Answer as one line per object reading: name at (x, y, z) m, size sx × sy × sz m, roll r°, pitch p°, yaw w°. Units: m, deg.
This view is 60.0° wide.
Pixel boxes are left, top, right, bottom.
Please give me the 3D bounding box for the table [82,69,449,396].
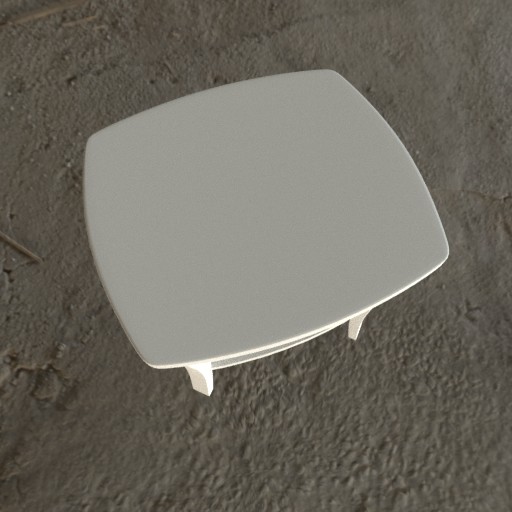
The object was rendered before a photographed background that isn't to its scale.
table at (0.000, 0.000, 0.860) m, size 0.502 × 0.438 × 0.451 m, roll -19°, pitch 66°, yaw -9°
